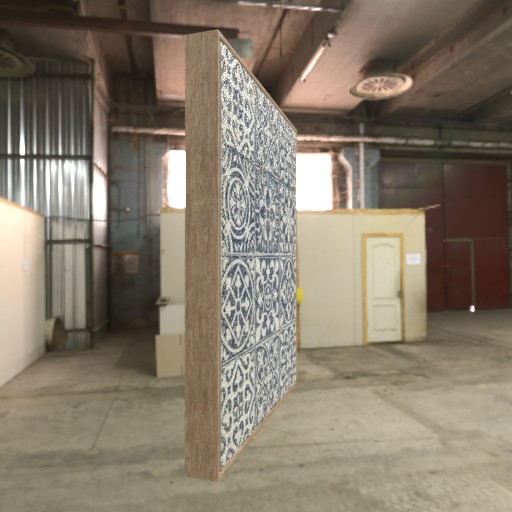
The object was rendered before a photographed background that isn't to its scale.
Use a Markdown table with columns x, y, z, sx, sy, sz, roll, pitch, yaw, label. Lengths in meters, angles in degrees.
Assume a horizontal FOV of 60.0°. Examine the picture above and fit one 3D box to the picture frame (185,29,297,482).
| x | y | z | sx | sy | sz | roll | pitch | yaw | label |
| --- | --- | --- | --- | --- | --- | --- | --- | --- | --- |
| 0.000 | 0.000 | 0.724 | 0.043 | 0.526 | 0.424 | 0 | 0 | 18 | picture frame |
